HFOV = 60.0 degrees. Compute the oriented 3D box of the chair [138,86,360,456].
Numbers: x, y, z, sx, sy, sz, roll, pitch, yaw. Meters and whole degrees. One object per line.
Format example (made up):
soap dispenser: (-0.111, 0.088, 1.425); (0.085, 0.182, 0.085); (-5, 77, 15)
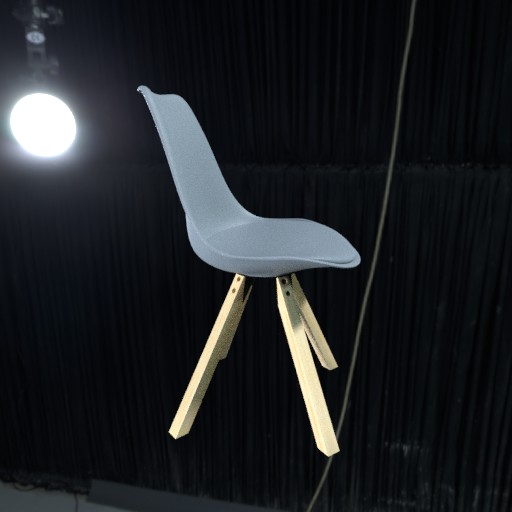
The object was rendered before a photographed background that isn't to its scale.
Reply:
chair: (0.000, 0.000, 1.199); (0.549, 0.850, 0.485); (2, 15, 9)
